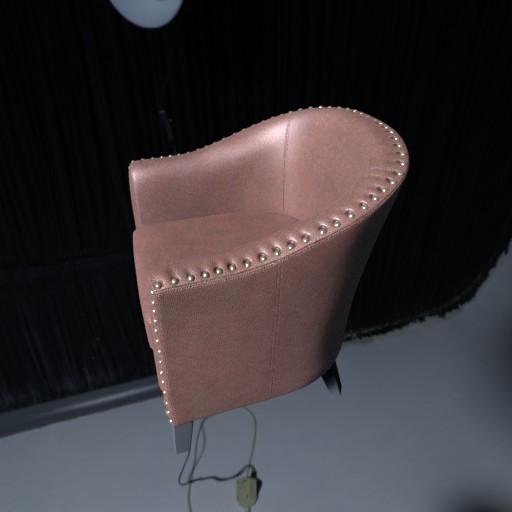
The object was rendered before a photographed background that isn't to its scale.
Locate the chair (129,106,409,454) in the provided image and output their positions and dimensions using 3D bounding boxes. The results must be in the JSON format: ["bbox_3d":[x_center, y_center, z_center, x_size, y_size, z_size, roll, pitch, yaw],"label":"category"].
[{"bbox_3d":[0.000,0.000,1.416,0.748,0.823,0.794,-9,33,-14],"label":"chair"}]
